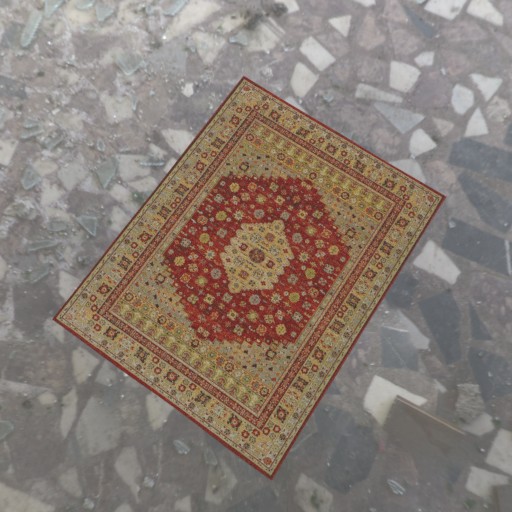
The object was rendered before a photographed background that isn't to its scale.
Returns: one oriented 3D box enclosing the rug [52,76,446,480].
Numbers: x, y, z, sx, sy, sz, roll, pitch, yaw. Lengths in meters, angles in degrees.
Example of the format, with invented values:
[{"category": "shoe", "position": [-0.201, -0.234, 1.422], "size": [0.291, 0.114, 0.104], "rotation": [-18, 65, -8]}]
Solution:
[{"category": "rug", "position": [0.000, 0.000, 4.152], "size": [2.387, 0.013, 3.053], "rotation": [33, 79, 8]}]
